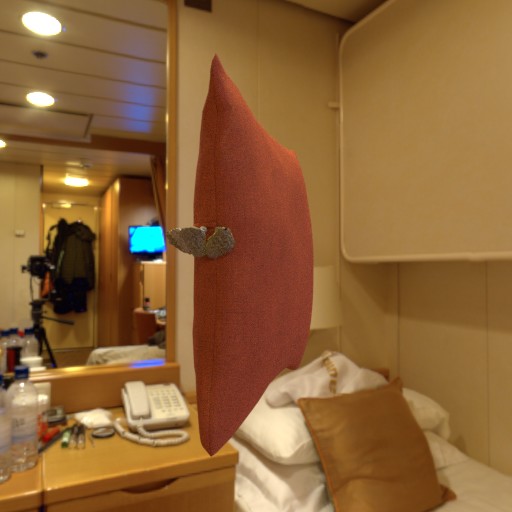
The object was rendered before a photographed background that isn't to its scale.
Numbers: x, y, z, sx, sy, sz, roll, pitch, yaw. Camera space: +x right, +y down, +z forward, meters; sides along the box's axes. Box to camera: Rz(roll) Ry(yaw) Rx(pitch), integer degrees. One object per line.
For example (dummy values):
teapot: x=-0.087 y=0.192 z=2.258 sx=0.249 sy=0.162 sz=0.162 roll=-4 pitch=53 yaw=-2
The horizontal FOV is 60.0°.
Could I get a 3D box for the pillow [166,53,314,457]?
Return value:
pillow: x=0.000 y=0.000 z=0.752 sx=0.165 sy=0.482 sz=0.490 roll=-1 pitch=-2 yaw=17
